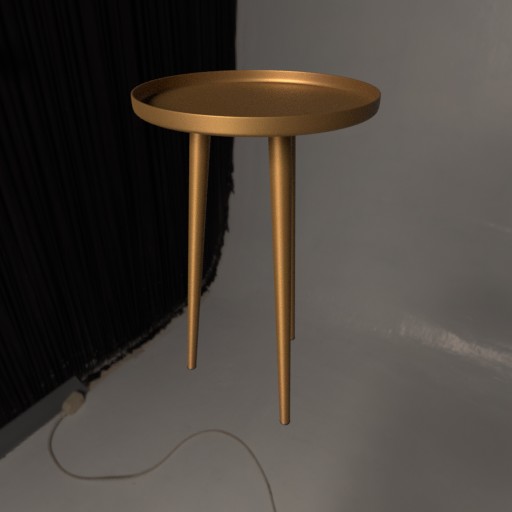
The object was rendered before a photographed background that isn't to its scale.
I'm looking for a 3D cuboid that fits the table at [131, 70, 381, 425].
[{"bbox_3d":[0.000,0.000,0.667,0.299,0.480,0.299,19,35,28],"label":"table"}]
